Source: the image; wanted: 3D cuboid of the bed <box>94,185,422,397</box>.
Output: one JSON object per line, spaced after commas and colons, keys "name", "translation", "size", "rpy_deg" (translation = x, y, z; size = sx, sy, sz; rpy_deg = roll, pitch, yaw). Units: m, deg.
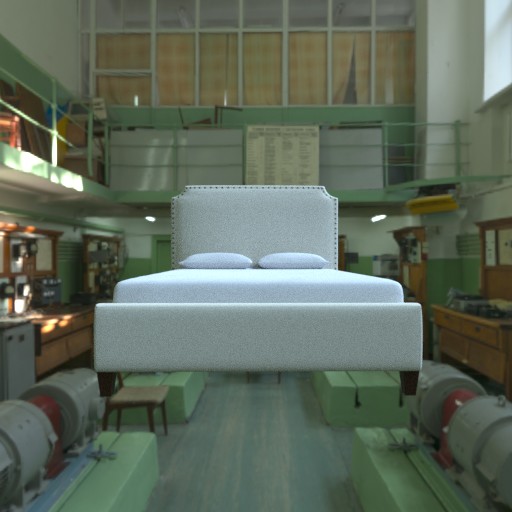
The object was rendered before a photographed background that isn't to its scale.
{"name": "bed", "translation": [0.000, 0.000, 3.431], "size": [1.712, 1.443, 2.372], "rpy_deg": [0, 0, -1]}
